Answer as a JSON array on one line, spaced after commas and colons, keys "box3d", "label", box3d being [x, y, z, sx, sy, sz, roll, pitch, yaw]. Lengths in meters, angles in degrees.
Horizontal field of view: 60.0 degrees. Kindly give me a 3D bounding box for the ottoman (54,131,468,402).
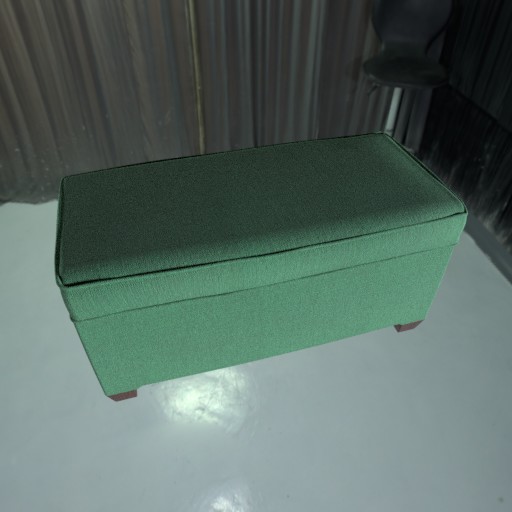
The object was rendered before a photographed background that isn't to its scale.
[{"box3d": [0.000, 0.000, 1.245, 0.957, 0.471, 0.483, -11, 44, -12], "label": "ottoman"}]
